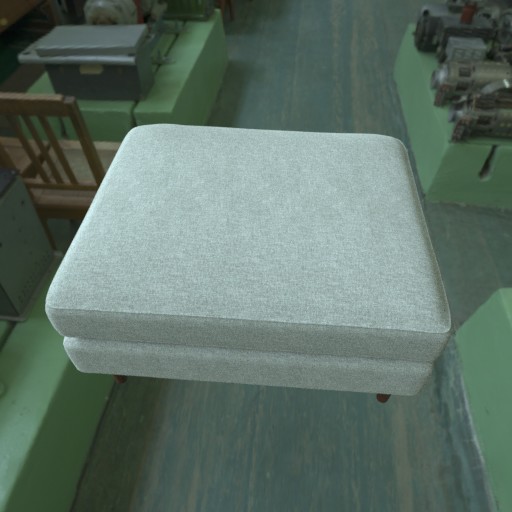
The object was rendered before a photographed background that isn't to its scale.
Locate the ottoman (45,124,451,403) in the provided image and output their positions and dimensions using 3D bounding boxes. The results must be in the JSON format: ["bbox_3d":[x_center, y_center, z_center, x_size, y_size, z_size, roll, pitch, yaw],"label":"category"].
[{"bbox_3d":[0.000,0.000,1.214,0.821,0.474,0.693,3,47,3],"label":"ottoman"}]
